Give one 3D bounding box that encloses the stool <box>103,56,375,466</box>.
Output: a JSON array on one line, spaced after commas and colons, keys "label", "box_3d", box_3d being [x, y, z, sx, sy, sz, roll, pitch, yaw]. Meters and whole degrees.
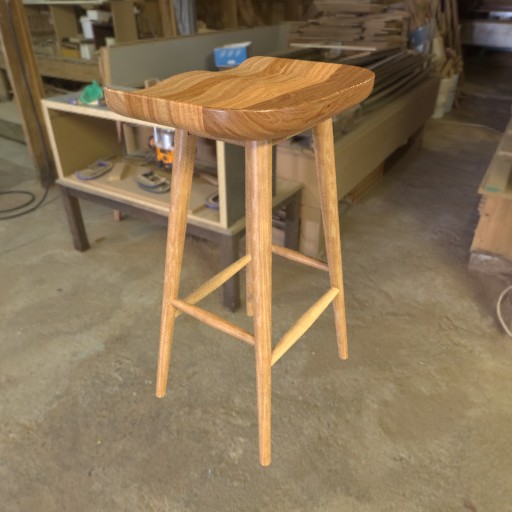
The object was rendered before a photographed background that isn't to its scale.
[{"label": "stool", "box_3d": [0.000, 0.000, 0.919, 0.322, 0.698, 0.407, 20, 37, 29]}]
